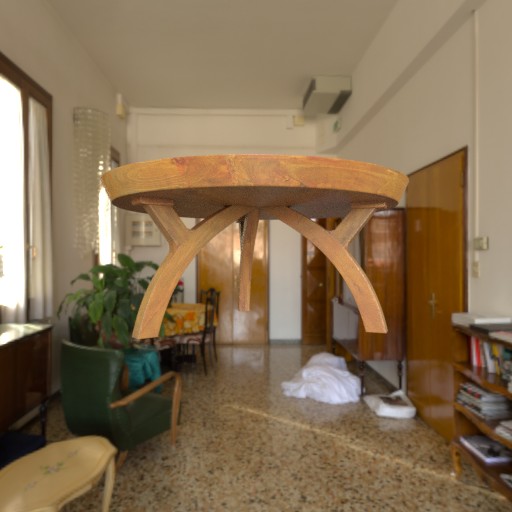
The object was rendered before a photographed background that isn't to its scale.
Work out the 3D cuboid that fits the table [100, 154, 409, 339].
[{"bbox_3d":[0.000,0.000,1.529,1.016,0.470,1.016,0,0,0],"label":"table"}]
